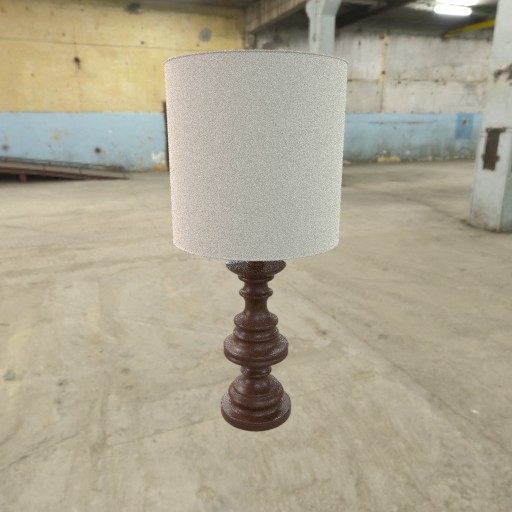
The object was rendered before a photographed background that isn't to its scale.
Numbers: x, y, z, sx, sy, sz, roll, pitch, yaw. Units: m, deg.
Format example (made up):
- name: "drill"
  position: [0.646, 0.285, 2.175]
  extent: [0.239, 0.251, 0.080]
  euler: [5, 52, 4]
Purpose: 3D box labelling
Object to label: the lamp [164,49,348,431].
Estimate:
- name: "lamp"
  position: [0.000, 0.000, 0.572]
  extent: [0.208, 0.455, 0.208]
  euler: [2, 16, 8]
